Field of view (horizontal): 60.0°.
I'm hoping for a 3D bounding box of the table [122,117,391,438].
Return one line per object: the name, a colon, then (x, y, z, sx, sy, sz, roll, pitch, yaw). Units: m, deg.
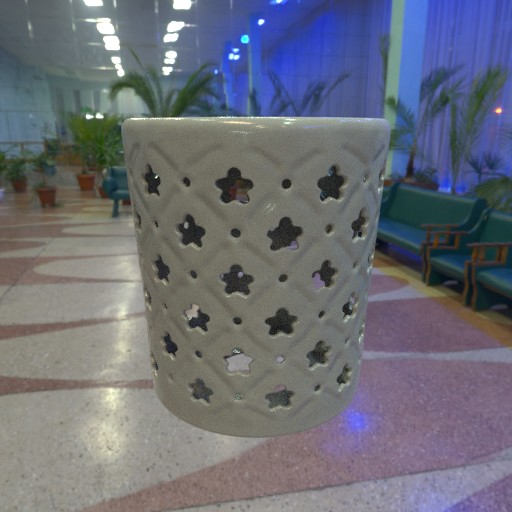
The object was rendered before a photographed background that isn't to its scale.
table: (0.000, 0.000, 0.648, 0.352, 0.387, 0.352, 0, 16, 0)
